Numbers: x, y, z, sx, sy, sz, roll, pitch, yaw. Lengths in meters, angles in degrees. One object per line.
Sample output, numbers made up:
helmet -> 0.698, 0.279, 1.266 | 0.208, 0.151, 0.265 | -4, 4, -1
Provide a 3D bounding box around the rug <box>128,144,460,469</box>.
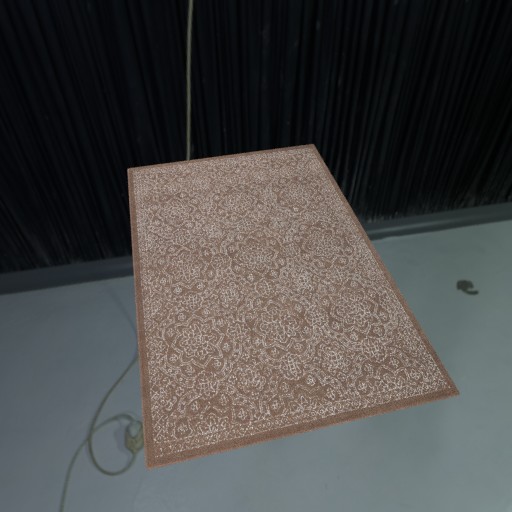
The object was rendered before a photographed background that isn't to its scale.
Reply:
rug -> 0.000, 0.000, 2.816 | 1.524, 0.011, 2.286 | -10, 47, -9
